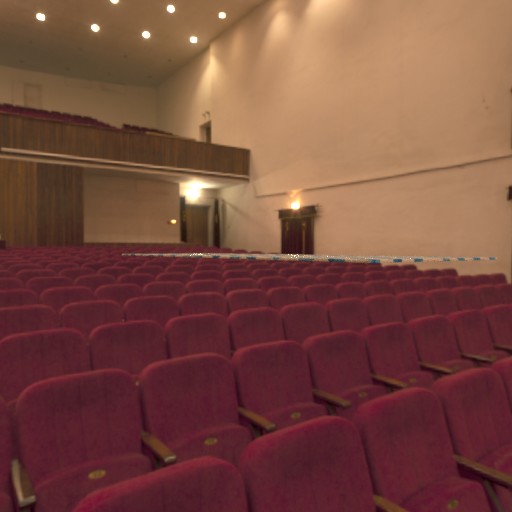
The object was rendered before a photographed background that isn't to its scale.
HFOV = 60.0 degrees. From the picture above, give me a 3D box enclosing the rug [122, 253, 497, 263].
[{"bbox_3d":[0.000,0.000,1.627,0.503,0.007,1.492,-1,1,-35],"label":"rug"}]
